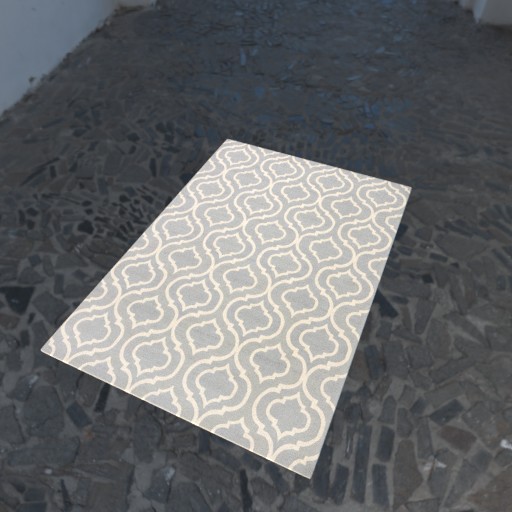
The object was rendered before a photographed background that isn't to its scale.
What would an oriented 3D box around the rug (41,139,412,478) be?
[{"bbox_3d":[0.000,0.000,2.672,1.451,0.010,2.080,19,51,16],"label":"rug"}]
